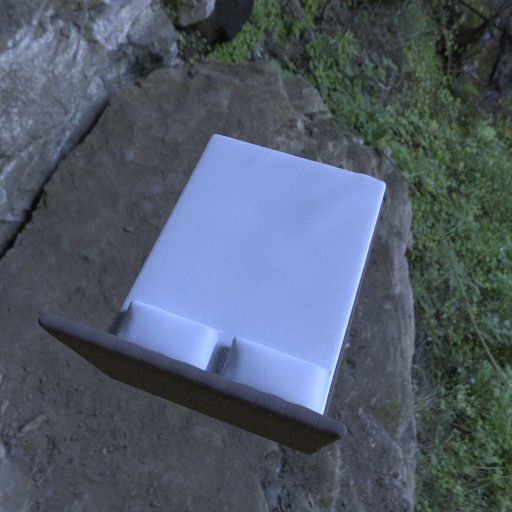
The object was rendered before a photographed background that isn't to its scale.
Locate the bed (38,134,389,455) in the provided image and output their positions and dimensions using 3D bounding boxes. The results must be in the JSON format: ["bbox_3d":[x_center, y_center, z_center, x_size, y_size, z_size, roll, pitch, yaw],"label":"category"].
[{"bbox_3d":[0.000,0.000,3.298,1.696,1.426,2.233,18,65,9],"label":"bed"}]
